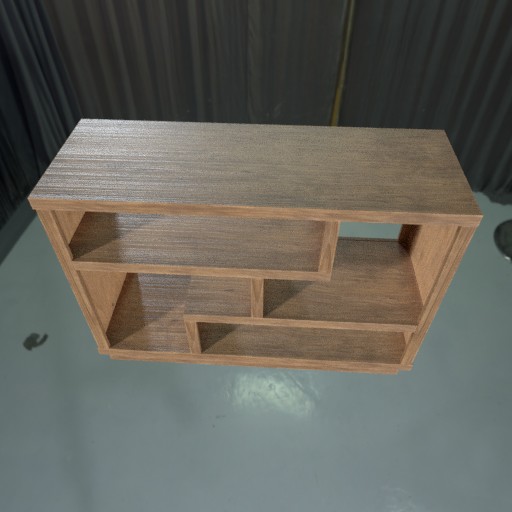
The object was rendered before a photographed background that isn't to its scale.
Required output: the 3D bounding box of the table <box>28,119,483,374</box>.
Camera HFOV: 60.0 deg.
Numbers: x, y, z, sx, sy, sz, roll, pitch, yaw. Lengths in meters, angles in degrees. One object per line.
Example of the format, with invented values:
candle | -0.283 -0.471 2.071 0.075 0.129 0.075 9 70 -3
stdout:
table | 0.000 0.000 1.531 1.151 0.771 0.410 2 46 2
